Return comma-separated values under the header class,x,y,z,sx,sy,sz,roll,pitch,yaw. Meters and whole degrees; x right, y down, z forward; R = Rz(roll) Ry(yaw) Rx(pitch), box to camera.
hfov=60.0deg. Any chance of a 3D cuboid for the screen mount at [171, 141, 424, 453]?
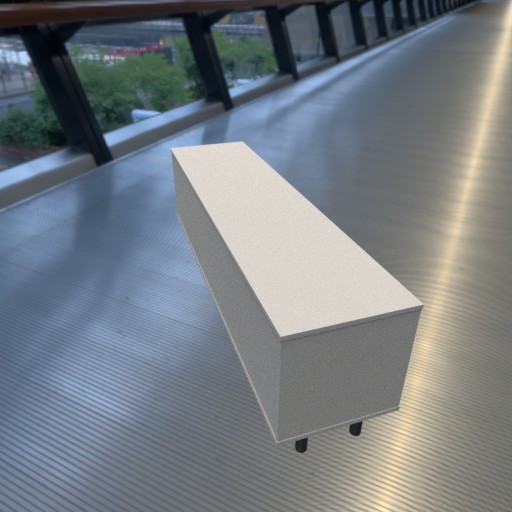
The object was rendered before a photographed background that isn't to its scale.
class,x,y,z,sx,sy,sz,roll,pitch,yaw
screen mount,0.000,0.000,1.885,0.418,0.520,1.600,-10,32,-16
